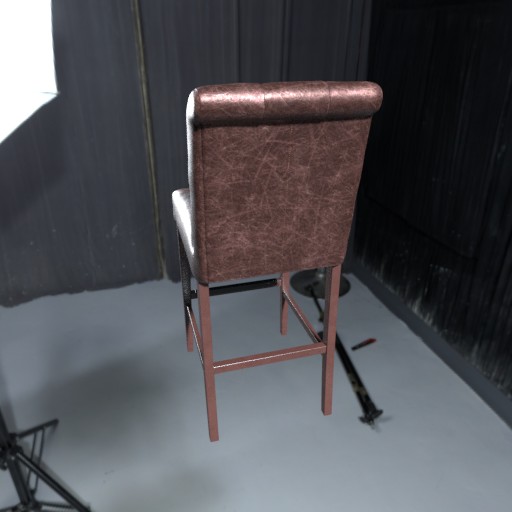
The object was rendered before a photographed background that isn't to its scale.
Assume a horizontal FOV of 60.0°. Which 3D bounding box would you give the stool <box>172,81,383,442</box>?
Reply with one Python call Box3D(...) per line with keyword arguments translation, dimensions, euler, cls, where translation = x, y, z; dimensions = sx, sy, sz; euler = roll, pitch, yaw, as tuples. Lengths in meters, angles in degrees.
Box3D(translation=(0.000, 0.000, 1.524), dimensions=(0.483, 1.168, 0.659), euler=(-7, 28, -14), cls="stool")
